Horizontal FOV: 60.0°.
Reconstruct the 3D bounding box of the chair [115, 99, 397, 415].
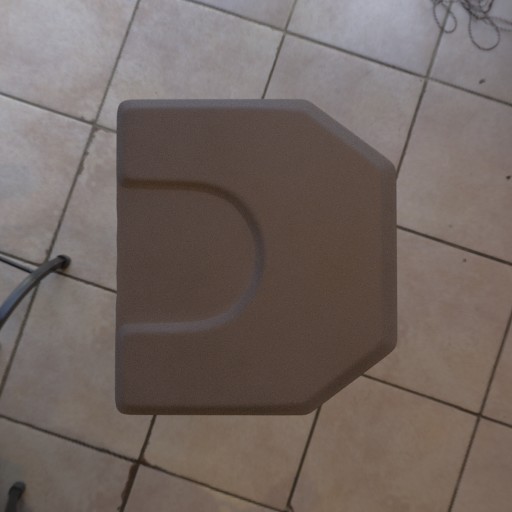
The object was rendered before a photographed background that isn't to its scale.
[{"bbox_3d":[0.000,0.000,1.916,1.219,0.024,1.372,0,89,0],"label":"chair"}]
